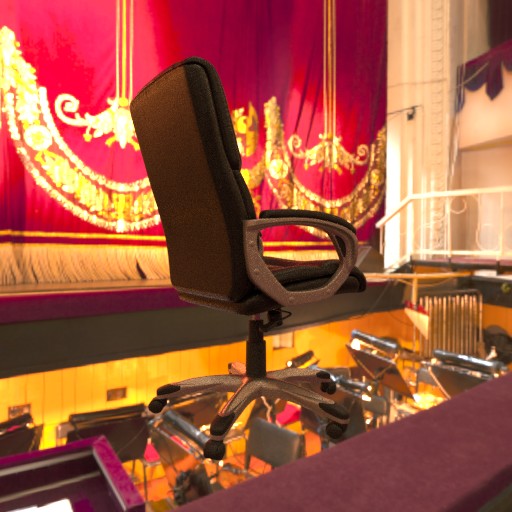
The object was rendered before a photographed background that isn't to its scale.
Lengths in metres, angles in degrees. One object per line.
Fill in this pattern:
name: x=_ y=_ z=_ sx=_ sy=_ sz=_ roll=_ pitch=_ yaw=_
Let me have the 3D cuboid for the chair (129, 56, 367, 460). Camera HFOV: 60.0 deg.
chair: x=0.000 y=0.000 z=1.602 sx=0.780 sy=1.145 sz=0.700 roll=-1 pitch=2 yaw=-35
